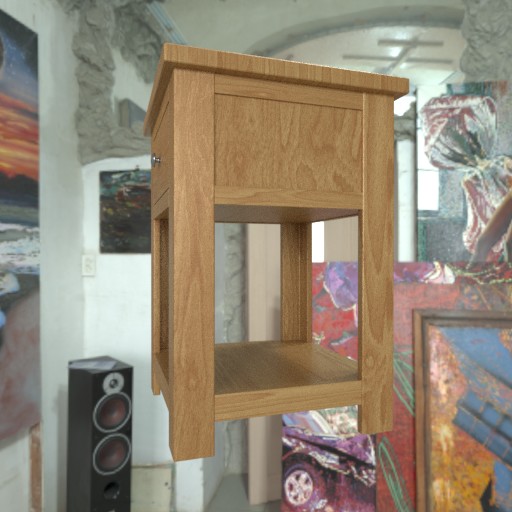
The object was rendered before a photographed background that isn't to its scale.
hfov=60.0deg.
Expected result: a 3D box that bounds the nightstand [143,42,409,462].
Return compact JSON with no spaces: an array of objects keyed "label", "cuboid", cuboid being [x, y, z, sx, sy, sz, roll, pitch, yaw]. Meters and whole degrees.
[{"label":"nightstand","cuboid":[0.000,0.000,0.902,0.418,0.614,0.428,0,0,-18]}]
